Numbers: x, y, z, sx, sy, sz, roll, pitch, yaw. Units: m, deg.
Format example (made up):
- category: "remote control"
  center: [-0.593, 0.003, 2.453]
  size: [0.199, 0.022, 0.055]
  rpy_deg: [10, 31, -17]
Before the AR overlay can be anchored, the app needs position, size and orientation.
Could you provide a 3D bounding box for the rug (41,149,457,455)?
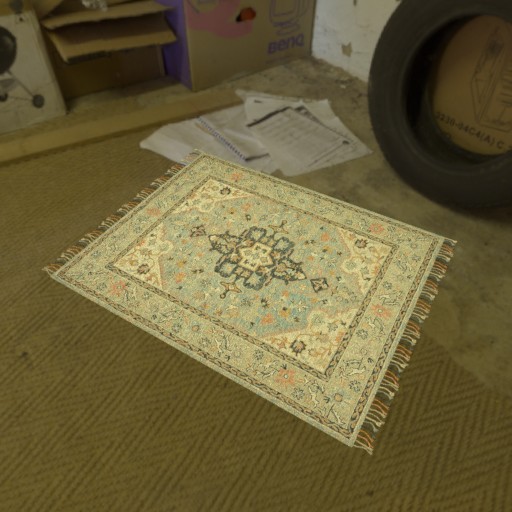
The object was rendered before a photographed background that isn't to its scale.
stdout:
- category: "rug"
  center: [0.000, 0.000, 3.477]
  size: [2.651, 0.010, 1.971]
  rpy_deg: [24, 51, 21]
